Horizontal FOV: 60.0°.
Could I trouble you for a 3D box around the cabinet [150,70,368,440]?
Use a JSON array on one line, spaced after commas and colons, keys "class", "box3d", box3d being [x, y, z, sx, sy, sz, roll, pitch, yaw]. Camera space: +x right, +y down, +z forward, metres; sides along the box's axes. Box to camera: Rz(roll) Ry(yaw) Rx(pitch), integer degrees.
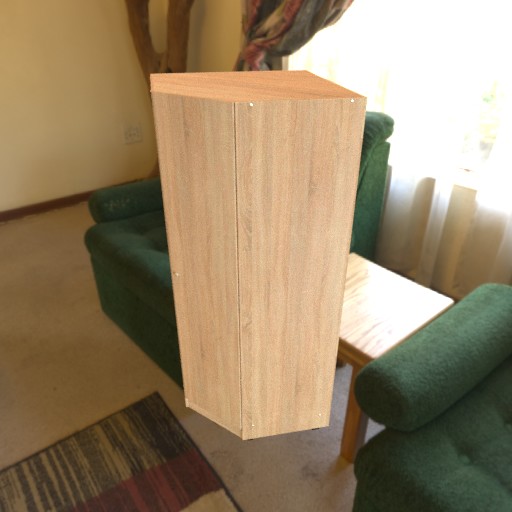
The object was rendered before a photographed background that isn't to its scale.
[{"class": "cabinet", "box3d": [0.000, 0.000, 2.859, 1.327, 2.120, 1.094, 19, 34, 29]}]
